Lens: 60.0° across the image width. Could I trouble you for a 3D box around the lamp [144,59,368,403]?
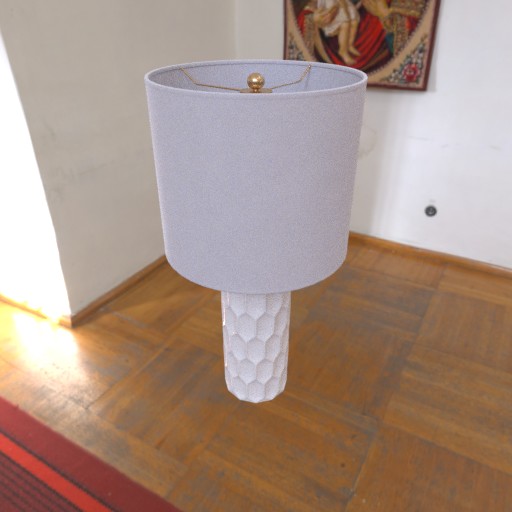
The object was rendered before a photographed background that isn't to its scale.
[{"bbox_3d":[0.000,0.000,0.696,0.277,0.537,0.277,-8,31,-13],"label":"lamp"}]
